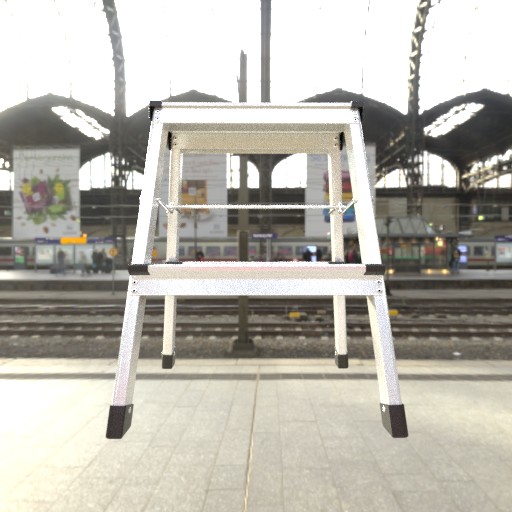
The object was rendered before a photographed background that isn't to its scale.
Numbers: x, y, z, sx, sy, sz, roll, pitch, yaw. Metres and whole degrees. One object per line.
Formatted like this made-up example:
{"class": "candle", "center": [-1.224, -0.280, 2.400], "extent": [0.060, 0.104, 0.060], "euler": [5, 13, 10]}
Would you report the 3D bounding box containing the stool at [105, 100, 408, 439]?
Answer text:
{"class": "stool", "center": [0.000, 0.000, 0.784], "extent": [0.404, 0.480, 0.405], "euler": [0, 0, -1]}
